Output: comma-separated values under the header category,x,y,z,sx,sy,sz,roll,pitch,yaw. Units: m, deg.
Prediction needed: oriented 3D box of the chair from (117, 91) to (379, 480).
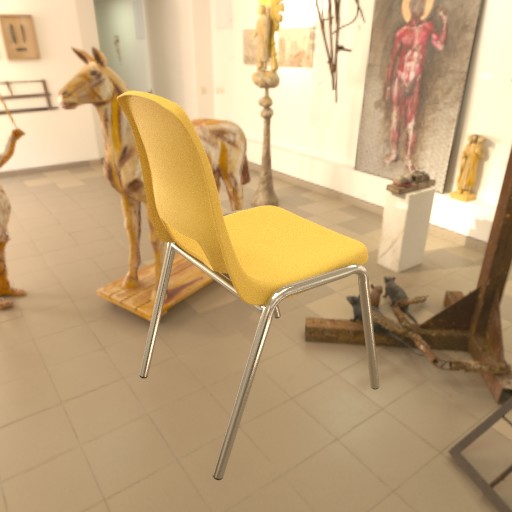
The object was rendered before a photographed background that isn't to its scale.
category,x,y,z,sx,sy,sz,roll,pitch,yaw
chair,0.000,0.000,0.904,0.436,0.653,0.381,-18,31,-32
